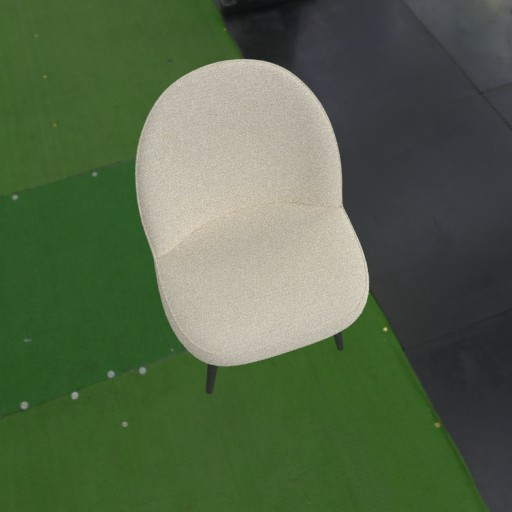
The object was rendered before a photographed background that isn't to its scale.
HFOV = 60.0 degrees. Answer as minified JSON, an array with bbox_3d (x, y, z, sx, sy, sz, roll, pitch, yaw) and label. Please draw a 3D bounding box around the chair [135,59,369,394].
[{"bbox_3d":[0.000,0.000,1.185,0.532,0.838,0.540,-16,64,-8],"label":"chair"}]
